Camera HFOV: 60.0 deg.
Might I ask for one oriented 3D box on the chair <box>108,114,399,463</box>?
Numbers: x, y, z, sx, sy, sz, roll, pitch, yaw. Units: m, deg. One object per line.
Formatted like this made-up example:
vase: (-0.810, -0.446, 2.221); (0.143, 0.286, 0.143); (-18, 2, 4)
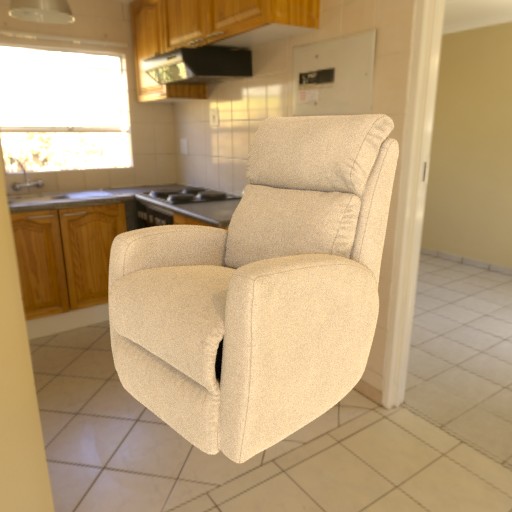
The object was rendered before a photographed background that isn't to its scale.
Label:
chair: (0.000, 0.000, 1.657); (0.940, 1.021, 0.794); (-15, 22, -42)
